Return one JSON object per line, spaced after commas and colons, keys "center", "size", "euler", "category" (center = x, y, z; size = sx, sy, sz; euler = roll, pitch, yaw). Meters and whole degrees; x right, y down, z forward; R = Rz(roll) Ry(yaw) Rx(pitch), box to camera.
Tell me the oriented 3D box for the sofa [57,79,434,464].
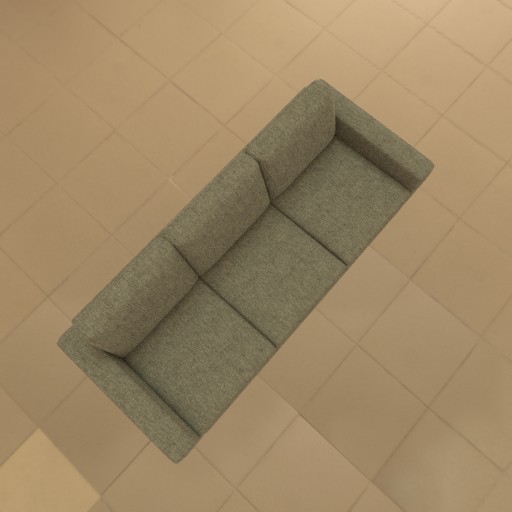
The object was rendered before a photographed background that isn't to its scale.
{"center": [0.000, 0.000, 2.577], "size": [0.900, 0.800, 2.160], "euler": [41, 79, 10], "category": "sofa"}
